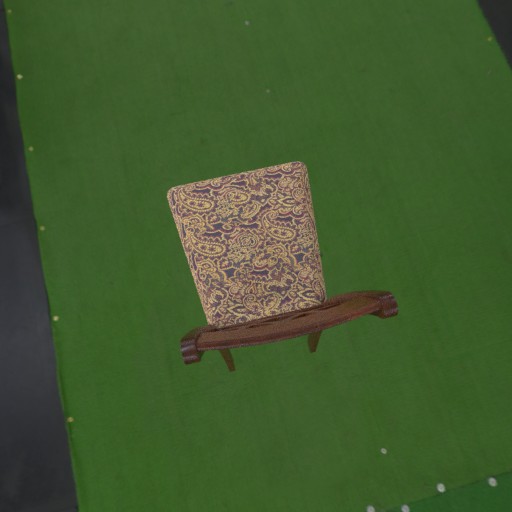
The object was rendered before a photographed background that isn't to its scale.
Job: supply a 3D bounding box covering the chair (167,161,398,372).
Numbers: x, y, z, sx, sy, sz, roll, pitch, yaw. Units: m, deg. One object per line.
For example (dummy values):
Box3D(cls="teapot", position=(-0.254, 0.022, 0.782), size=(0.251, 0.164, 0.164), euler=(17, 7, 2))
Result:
Box3D(cls="chair", position=(0.000, 0.000, 1.307), size=(0.457, 0.965, 0.584), euler=(-12, 75, -3))
